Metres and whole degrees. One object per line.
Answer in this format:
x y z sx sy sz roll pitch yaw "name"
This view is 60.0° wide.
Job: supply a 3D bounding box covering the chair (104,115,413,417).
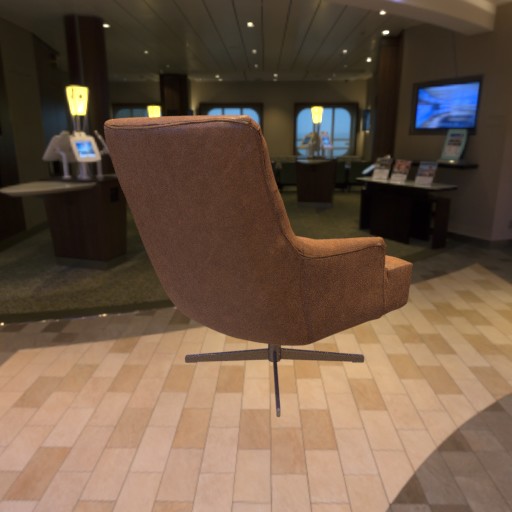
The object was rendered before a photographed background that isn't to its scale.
0.000 0.000 1.483 0.874 0.869 0.729 -15 22 -43 "chair"
